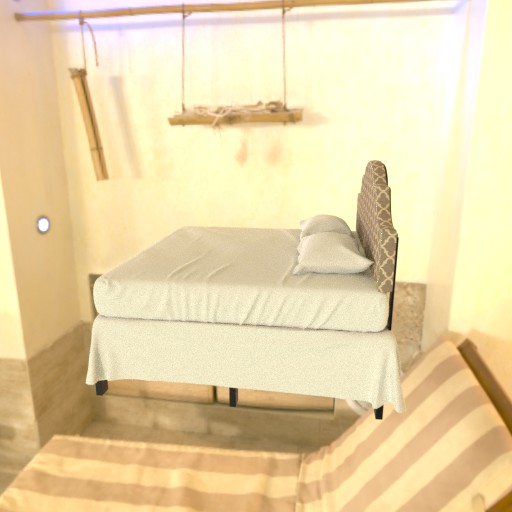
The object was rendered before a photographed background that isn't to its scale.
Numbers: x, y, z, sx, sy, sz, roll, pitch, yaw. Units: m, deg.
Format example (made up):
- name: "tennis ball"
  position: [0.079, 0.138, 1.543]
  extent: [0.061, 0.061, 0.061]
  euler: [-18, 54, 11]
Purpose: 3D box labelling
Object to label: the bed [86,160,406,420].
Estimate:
- name: "bed"
  position: [0.000, 0.000, 3.768]
  extent: [2.222, 1.601, 2.314]
  euler: [2, 15, 8]
